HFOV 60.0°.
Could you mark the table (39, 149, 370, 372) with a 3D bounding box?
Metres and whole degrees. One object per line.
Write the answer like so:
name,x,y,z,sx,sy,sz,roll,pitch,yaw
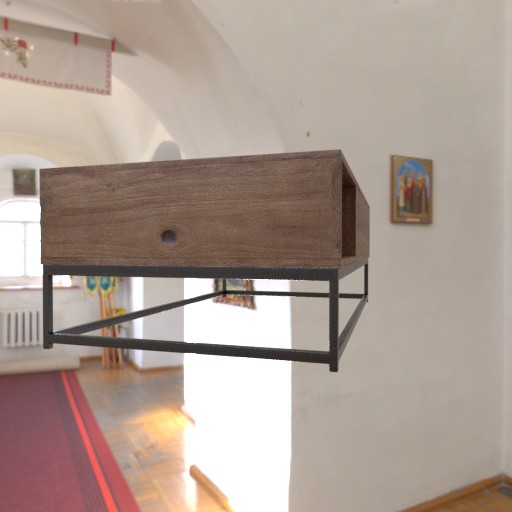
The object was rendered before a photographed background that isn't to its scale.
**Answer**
table,0.000,0.000,1.401,0.655,0.395,1.101,0,1,17
